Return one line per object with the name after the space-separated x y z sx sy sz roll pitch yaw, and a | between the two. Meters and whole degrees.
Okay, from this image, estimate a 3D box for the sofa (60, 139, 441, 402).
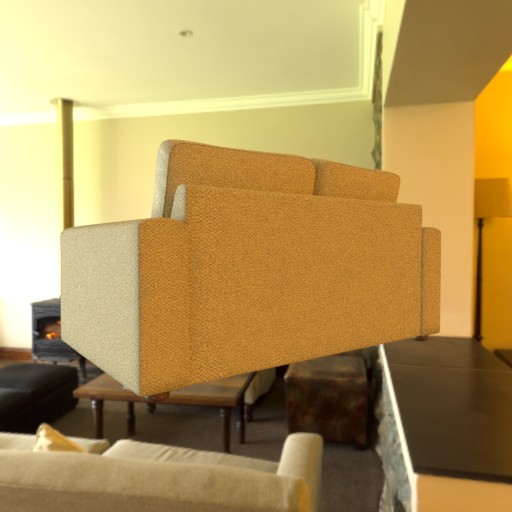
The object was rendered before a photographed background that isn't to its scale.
0.000 0.000 2.189 1.616 0.873 1.016 -1 2 -36 | sofa
